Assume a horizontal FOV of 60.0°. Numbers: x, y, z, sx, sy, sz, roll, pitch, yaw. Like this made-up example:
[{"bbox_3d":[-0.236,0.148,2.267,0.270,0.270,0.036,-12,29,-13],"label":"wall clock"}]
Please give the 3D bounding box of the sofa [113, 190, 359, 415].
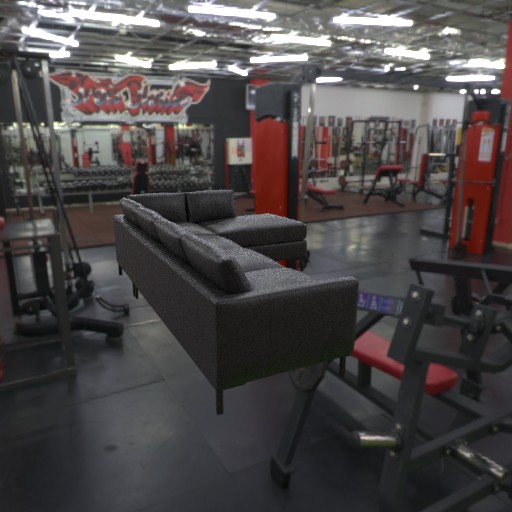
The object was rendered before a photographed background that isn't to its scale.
[{"bbox_3d":[0.000,0.000,3.901,1.938,0.877,2.984,-7,16,-26],"label":"sofa"}]
